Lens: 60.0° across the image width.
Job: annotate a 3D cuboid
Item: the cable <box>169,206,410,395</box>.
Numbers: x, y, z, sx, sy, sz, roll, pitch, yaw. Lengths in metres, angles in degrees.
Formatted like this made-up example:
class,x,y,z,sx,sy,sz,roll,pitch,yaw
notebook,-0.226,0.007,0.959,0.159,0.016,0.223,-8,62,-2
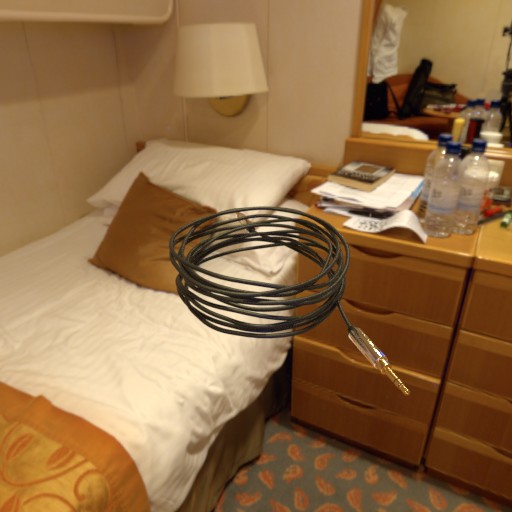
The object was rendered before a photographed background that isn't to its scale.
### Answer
class,x,y,z,sx,sy,sz,roll,pitch,yaw
cable,0.000,0.000,0.503,0.198,0.069,0.432,-9,28,-16
